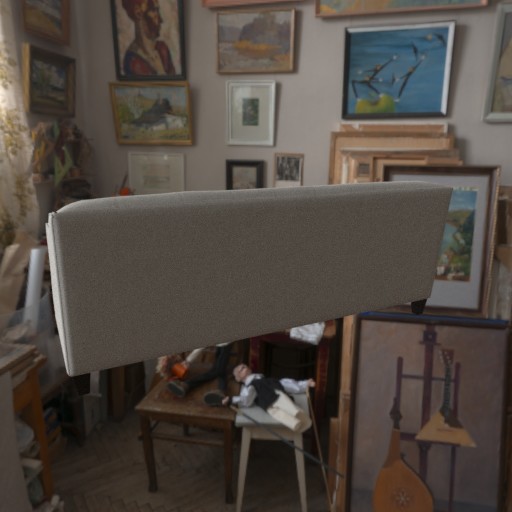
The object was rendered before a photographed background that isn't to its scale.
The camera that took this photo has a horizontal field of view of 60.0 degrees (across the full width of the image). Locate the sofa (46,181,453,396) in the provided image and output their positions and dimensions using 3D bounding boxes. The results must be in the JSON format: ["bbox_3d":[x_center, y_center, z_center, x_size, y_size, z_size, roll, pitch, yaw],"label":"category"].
[{"bbox_3d":[0.000,0.000,2.671,2.235,0.901,0.914,-7,16,-26],"label":"sofa"}]
